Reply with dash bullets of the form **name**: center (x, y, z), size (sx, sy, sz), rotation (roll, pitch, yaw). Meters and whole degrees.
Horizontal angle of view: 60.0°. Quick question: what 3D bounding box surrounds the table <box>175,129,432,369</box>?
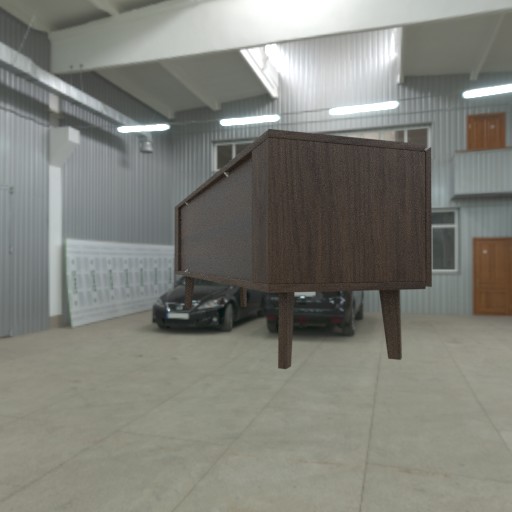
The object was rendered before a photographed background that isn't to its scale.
- **table**: center (0.000, 0.000, 1.635), size (0.405, 0.508, 1.397), rotation (0, -1, -18)
